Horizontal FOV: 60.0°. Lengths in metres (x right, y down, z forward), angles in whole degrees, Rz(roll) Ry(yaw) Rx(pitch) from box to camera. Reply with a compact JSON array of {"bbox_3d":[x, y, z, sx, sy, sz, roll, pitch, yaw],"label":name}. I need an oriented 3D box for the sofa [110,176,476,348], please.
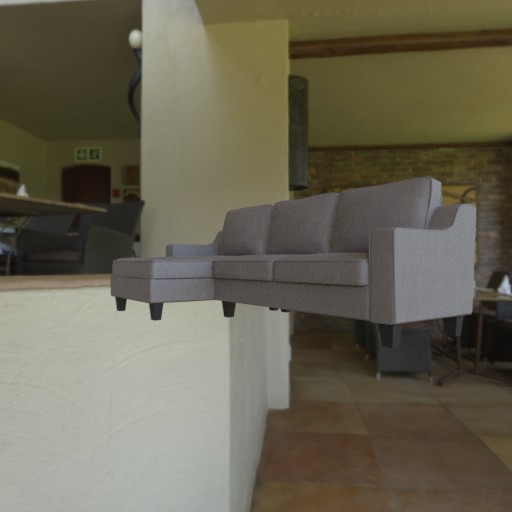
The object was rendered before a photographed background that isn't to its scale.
[{"bbox_3d":[0.000,0.000,3.201,1.294,0.928,2.561,1,-1,-36],"label":"sofa"}]
